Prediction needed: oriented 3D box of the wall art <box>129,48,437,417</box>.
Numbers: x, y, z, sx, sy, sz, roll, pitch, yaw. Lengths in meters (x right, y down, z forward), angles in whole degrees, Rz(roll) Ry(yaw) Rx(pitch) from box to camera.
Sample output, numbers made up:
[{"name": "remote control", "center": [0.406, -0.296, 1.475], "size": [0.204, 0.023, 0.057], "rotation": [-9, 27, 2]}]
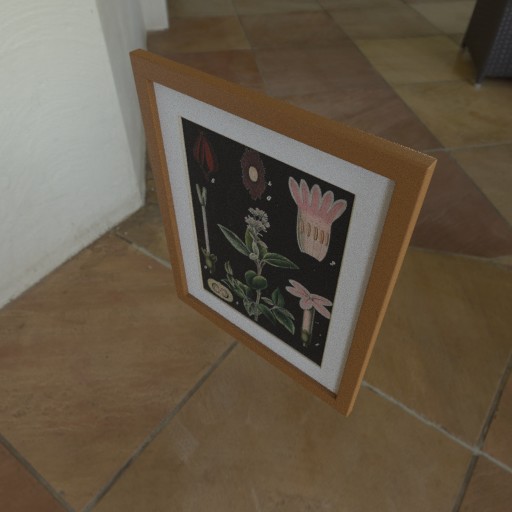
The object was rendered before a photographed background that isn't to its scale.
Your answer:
[{"name": "wall art", "center": [0.000, 0.000, 0.729], "size": [0.449, 0.550, 0.021], "rotation": [30, 53, 26]}]
